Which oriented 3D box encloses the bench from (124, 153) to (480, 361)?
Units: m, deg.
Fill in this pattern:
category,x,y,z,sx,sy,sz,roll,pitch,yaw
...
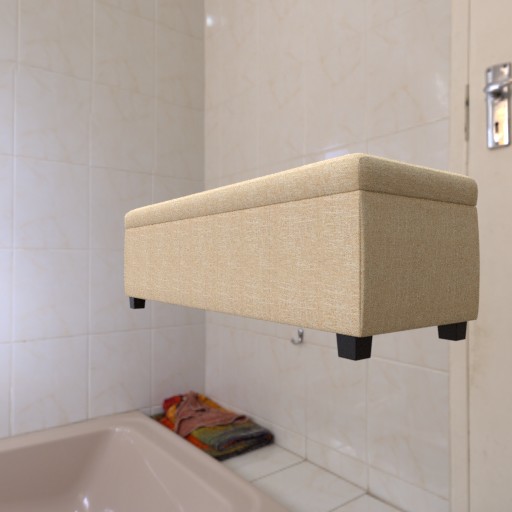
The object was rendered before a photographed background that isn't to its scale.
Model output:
category,x,y,z,sx,sy,sz,roll,pitch,yaw
bench,0.000,0.000,1.411,0.432,0.406,1.219,1,-1,-36
